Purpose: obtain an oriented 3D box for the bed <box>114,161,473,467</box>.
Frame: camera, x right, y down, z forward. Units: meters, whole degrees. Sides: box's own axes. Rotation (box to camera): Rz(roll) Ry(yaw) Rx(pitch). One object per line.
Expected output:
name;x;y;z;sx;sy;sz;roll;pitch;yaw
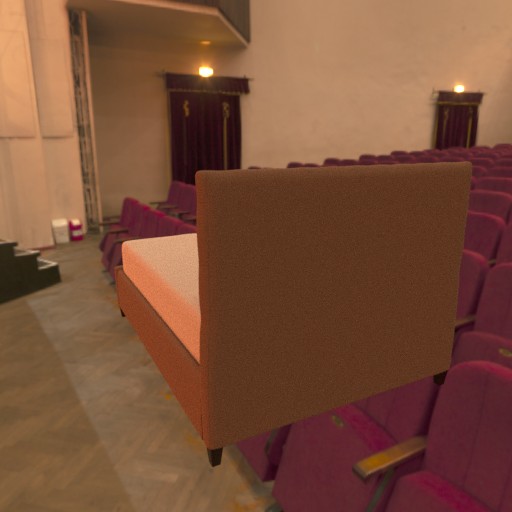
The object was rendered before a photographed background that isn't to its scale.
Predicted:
bed;0.000;0.000;3.282;1.696;1.426;2.233;-8;17;-27
